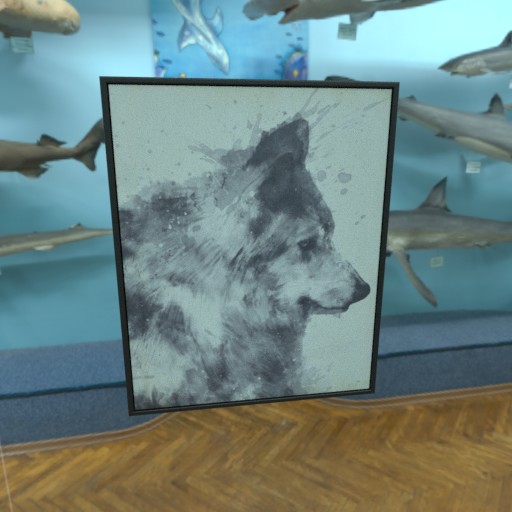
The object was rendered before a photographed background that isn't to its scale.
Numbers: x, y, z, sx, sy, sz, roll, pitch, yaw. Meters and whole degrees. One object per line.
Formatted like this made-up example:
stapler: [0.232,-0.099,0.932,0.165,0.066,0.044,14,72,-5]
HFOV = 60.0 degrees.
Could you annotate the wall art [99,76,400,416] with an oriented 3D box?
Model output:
wall art: [0.000,0.000,0.743,0.451,0.551,0.028,-2,15,-9]
